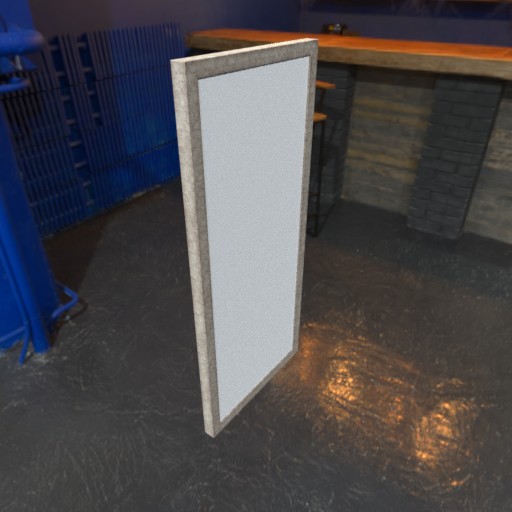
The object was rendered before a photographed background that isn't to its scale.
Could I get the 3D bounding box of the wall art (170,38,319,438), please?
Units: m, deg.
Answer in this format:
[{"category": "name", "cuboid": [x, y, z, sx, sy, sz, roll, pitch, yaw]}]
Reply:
[{"category": "wall art", "cuboid": [0.000, 0.000, 1.708, 0.051, 1.461, 0.648, 22, 38, 31]}]
